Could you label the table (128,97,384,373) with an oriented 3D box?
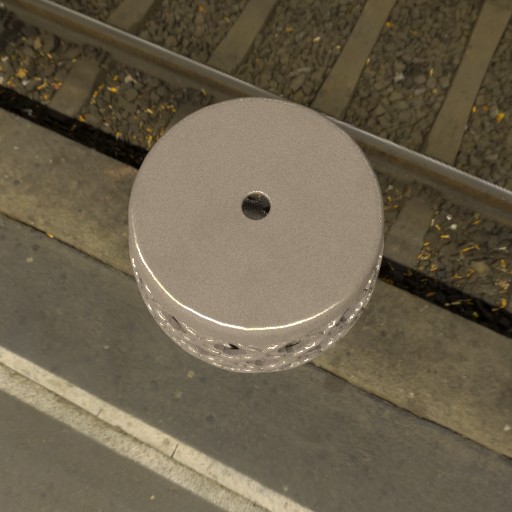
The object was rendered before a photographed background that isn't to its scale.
[{"bbox_3d":[0.000,0.000,0.634,0.325,0.388,0.325,0,75,0],"label":"table"}]
